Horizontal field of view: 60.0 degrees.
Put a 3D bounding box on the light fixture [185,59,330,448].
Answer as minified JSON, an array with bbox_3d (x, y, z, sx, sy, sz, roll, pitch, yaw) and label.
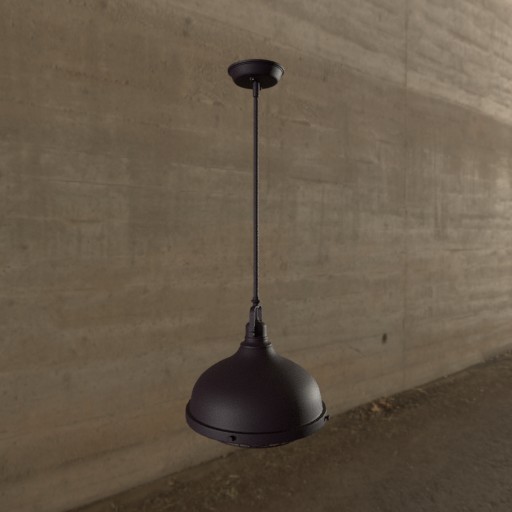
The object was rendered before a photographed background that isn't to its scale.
[{"bbox_3d":[0.000,0.000,1.026,0.341,0.849,0.341,0,2,18],"label":"light fixture"}]
